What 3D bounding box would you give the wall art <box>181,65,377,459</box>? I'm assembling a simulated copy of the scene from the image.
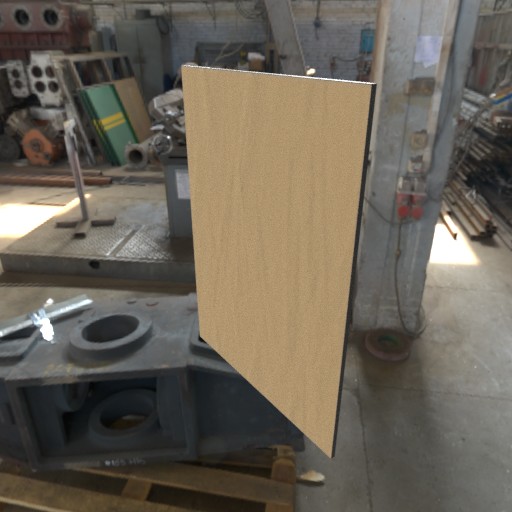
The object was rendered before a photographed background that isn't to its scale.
[{"bbox_3d":[0.000,0.000,1.455,0.016,1.116,0.810,-19,32,-33],"label":"wall art"}]
